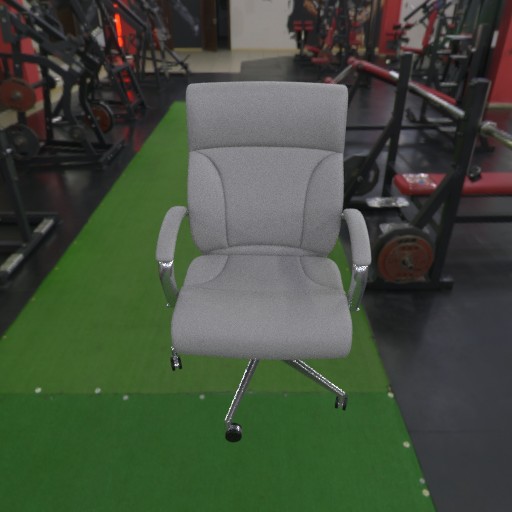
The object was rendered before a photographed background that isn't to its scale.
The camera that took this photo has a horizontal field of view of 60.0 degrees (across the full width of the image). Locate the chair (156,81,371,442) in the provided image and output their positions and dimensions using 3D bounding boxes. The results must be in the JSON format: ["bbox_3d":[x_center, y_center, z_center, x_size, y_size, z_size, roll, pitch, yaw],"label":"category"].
[{"bbox_3d":[0.000,0.000,1.603,0.727,1.099,0.745,1,31,2],"label":"chair"}]
